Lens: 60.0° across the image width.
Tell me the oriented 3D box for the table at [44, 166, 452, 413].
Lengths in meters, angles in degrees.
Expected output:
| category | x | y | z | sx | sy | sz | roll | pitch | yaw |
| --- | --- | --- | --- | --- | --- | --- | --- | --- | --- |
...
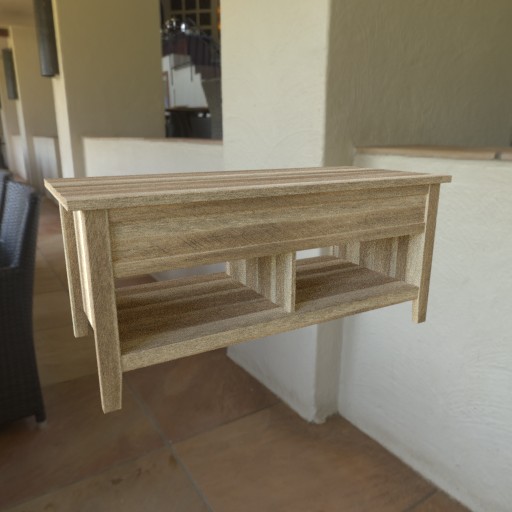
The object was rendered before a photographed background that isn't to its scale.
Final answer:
| category | x | y | z | sx | sy | sz | roll | pitch | yaw |
| --- | --- | --- | --- | --- | --- | --- | --- | --- | --- |
| table | 0.000 | 0.000 | 1.364 | 1.095 | 0.480 | 0.493 | -8 | 17 | -28 |
